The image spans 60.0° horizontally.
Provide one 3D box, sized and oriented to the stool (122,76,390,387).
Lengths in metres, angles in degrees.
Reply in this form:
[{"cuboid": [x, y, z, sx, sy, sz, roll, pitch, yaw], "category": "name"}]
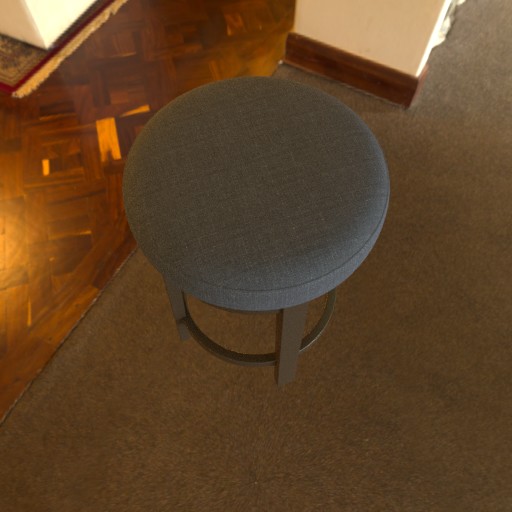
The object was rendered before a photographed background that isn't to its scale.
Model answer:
[{"cuboid": [0.000, 0.000, 0.968, 0.449, 0.655, 0.449, 0, 63, 0], "category": "stool"}]
